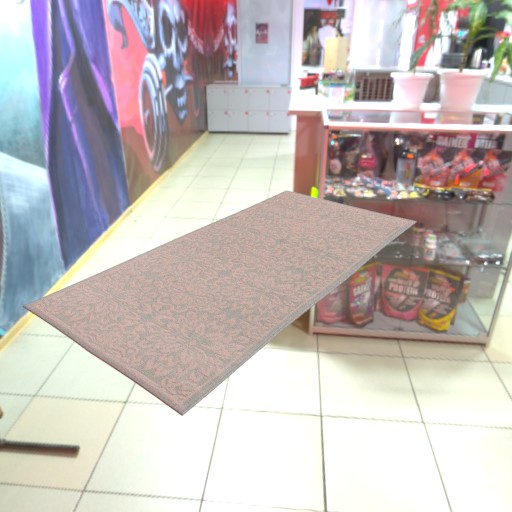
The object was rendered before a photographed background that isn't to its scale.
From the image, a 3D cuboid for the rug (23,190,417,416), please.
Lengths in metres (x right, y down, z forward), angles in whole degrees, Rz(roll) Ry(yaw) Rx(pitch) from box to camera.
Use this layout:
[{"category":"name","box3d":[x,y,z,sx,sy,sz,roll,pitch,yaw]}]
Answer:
[{"category":"rug","box3d":[0.000,0.000,1.425,0.604,0.007,1.219,19,33,33]}]
